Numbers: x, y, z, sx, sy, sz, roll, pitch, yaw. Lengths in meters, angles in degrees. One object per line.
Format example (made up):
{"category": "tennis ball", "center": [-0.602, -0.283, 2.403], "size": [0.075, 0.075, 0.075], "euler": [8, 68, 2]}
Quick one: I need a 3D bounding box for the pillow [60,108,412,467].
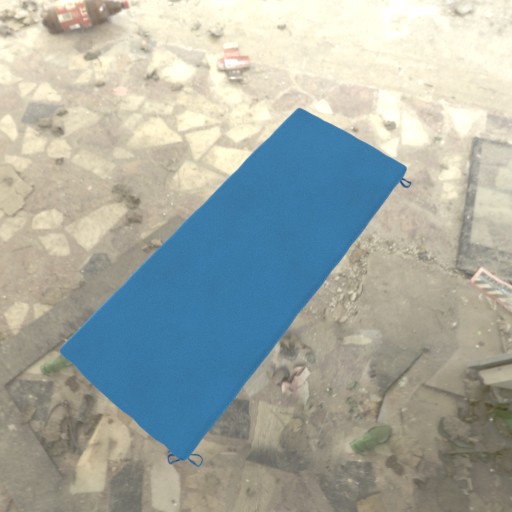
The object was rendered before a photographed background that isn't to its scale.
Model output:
{"category": "pillow", "center": [0.000, 0.000, 1.368], "size": [0.492, 0.081, 1.187], "euler": [34, 68, 16]}
